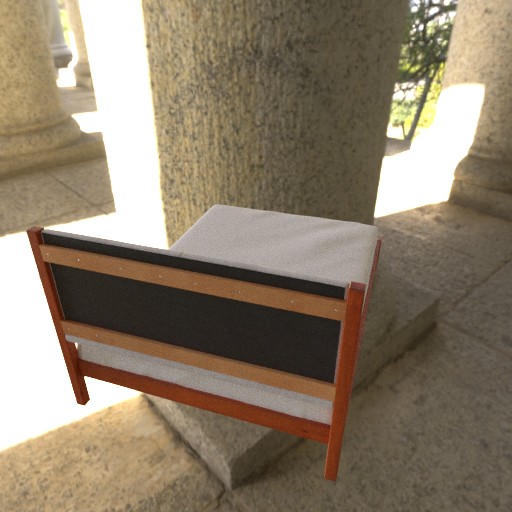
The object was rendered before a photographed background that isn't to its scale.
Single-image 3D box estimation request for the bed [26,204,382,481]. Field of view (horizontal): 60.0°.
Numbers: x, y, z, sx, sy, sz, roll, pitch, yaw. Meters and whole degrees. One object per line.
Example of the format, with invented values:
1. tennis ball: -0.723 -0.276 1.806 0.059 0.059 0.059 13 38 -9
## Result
1. bed: 0.000 0.000 3.007 1.566 1.165 2.117 10 32 16
